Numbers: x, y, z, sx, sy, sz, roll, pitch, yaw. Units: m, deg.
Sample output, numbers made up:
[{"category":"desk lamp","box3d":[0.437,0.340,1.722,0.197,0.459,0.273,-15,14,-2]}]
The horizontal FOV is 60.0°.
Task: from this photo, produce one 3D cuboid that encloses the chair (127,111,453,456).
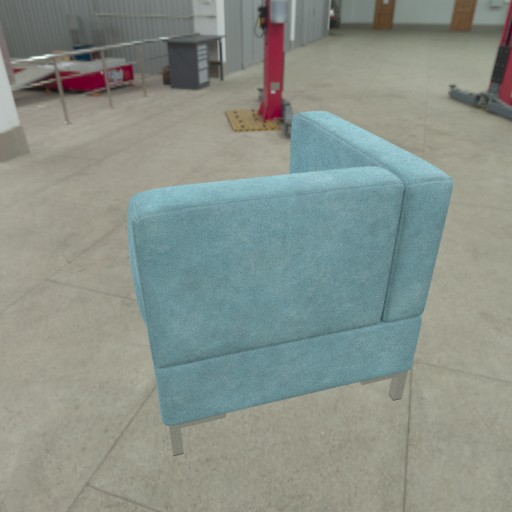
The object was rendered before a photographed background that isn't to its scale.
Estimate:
[{"category":"chair","box3d":[0.000,0.000,1.256,0.684,0.660,0.691,-8,31,-14]}]
